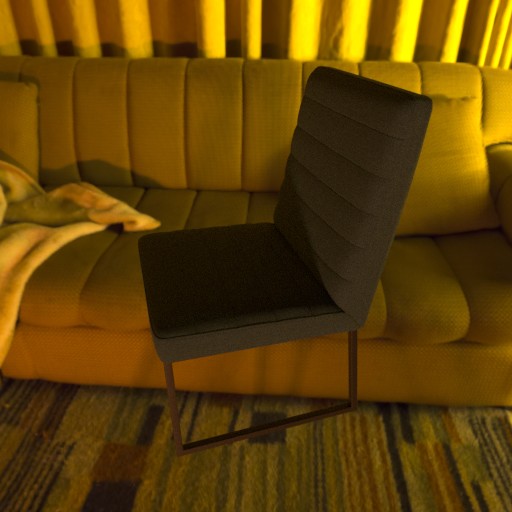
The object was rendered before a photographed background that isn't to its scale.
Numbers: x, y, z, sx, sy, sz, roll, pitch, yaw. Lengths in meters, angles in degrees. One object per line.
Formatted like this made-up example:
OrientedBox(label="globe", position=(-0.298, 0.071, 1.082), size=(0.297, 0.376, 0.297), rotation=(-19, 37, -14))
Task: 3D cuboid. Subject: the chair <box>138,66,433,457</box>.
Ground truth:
OrientedBox(label="chair", position=(0.000, 0.000, 1.257), size=(0.634, 0.930, 0.520), rotation=(-9, 32, -15))
